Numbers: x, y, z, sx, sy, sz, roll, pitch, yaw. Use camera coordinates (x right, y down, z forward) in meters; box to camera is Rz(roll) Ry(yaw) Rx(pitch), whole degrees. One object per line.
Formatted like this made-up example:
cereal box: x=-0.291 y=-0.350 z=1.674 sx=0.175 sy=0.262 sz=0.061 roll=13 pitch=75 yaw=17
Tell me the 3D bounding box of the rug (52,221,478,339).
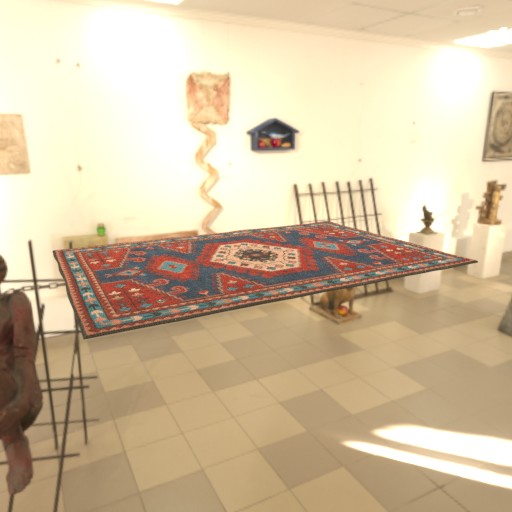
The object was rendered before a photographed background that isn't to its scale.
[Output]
rug: x=0.000 y=0.000 z=2.258 sx=1.820 sy=0.012 sz=1.207 roll=-8 pitch=17 yaw=-27
